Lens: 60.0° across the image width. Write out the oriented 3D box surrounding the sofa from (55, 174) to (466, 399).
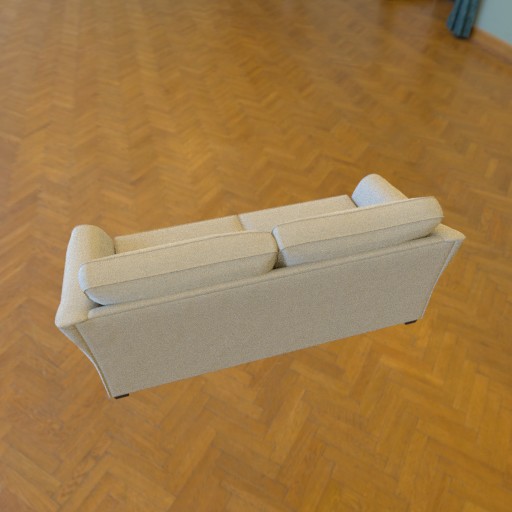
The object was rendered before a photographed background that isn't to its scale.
[{"bbox_3d":[0.000,0.000,2.829,2.270,0.965,0.980,-12,45,-12],"label":"sofa"}]
